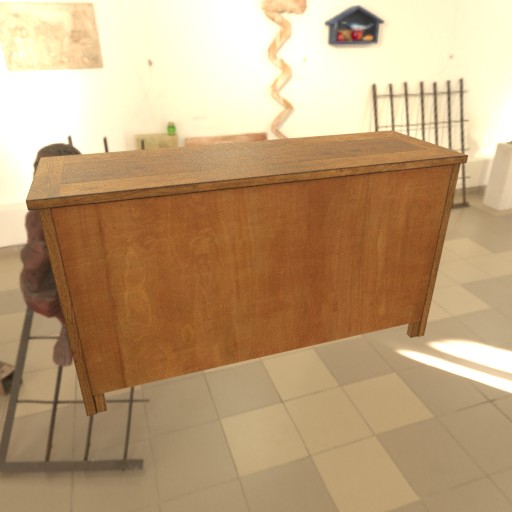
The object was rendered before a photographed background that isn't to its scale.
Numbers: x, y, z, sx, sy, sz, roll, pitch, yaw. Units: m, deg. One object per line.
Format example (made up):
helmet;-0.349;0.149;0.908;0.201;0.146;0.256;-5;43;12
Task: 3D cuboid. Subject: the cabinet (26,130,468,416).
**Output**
cabinet;0.000;0.000;1.790;1.474;0.813;0.480;-9;28;-17
